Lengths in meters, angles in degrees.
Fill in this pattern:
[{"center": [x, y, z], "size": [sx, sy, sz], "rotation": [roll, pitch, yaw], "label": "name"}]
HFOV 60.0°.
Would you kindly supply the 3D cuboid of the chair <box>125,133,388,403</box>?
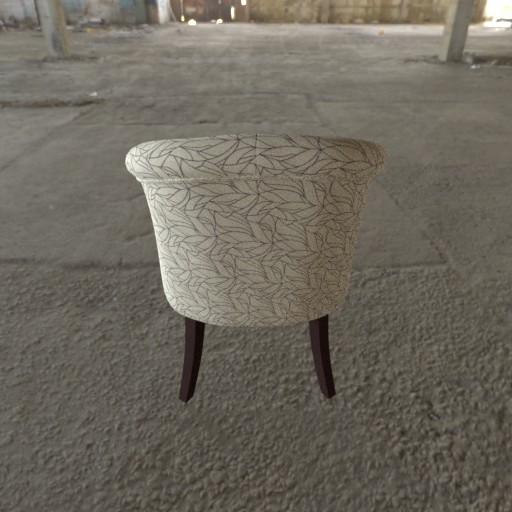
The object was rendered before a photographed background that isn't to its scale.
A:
[{"center": [0.000, 0.000, 1.323], "size": [0.686, 0.858, 0.613], "rotation": [-1, 30, -2], "label": "chair"}]
